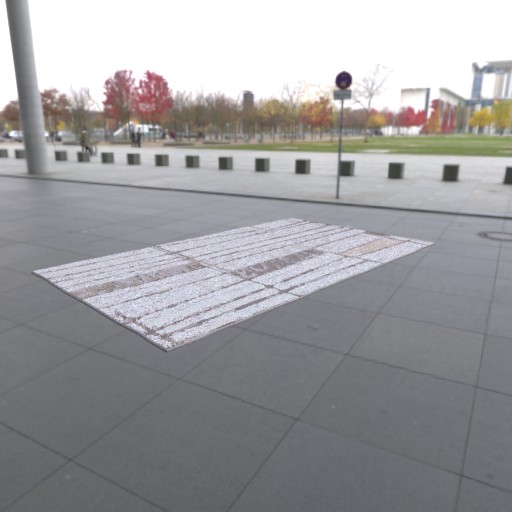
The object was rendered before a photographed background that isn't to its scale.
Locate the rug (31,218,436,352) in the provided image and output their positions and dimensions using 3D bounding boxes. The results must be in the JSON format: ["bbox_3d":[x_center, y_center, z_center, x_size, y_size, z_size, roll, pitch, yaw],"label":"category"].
[{"bbox_3d":[0.000,0.000,1.078,0.515,0.007,0.867,15,22,43],"label":"rug"}]
